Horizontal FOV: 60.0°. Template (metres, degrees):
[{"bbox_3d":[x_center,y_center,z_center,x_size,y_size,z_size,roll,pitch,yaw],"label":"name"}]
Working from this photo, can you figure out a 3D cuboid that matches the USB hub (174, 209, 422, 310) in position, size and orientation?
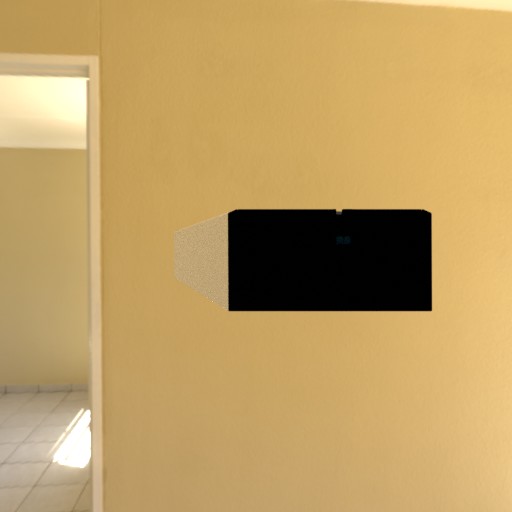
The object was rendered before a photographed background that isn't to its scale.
[{"bbox_3d":[0.000,0.000,0.158,0.044,0.023,0.145,0,1,-16],"label":"USB hub"}]
